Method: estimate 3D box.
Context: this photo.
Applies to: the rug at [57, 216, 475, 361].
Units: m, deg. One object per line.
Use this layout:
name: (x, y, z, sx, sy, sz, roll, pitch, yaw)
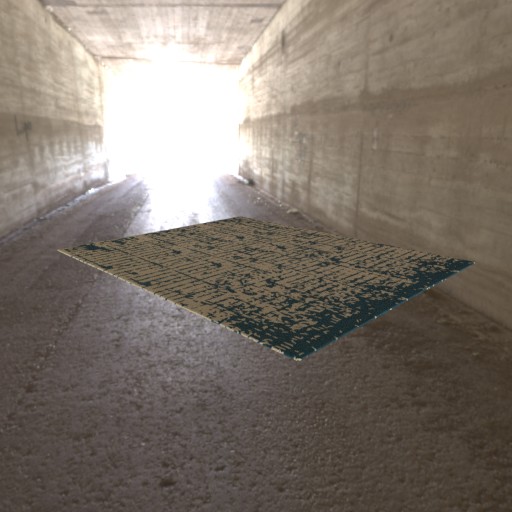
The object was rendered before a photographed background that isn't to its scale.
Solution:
rug: (0.000, 0.000, 4.077, 3.017, 0.014, 2.416, 15, 22, 43)
